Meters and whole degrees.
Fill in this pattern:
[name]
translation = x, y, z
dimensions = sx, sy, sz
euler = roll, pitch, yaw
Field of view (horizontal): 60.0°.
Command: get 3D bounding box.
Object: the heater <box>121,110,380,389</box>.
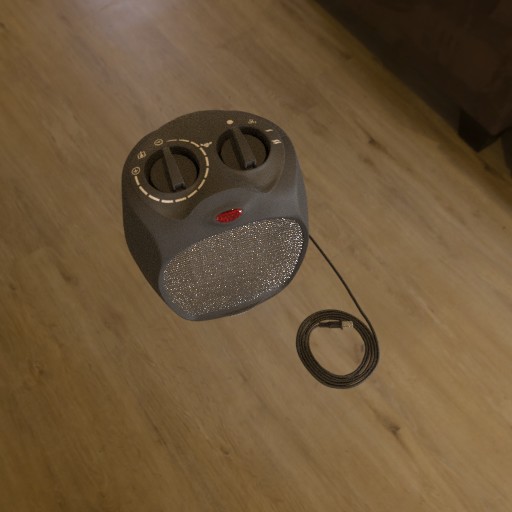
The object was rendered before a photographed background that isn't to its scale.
[heater]
translation = 0.000, 0.000, 0.457
dimensions = 0.239, 0.240, 0.291
euler = -19, 66, -9
